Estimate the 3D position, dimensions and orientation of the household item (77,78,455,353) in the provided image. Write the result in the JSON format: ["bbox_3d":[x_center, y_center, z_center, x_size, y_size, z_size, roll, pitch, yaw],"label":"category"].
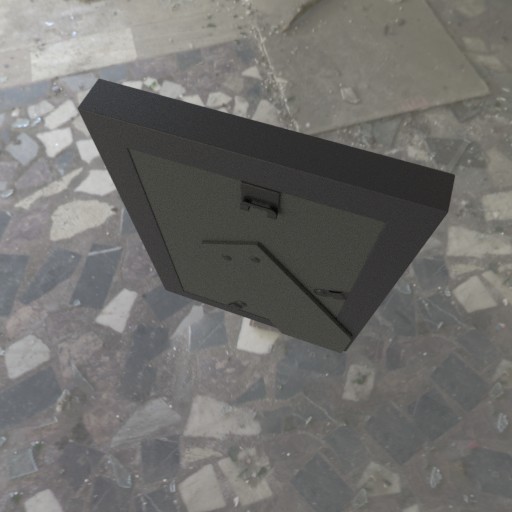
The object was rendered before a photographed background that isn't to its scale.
[{"bbox_3d":[0.000,0.000,0.232,0.133,0.178,0.022,18,65,8],"label":"household item"}]
